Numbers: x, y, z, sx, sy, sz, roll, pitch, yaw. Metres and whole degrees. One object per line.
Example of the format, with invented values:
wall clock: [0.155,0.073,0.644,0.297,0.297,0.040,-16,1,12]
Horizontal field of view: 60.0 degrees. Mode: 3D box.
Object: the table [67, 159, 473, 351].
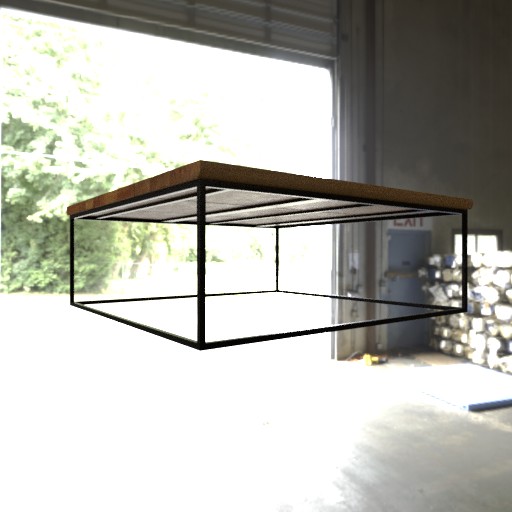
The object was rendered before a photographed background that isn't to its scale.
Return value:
table: [0.000,0.000,1.685,1.100,0.400,1.100,0,0,-36]
